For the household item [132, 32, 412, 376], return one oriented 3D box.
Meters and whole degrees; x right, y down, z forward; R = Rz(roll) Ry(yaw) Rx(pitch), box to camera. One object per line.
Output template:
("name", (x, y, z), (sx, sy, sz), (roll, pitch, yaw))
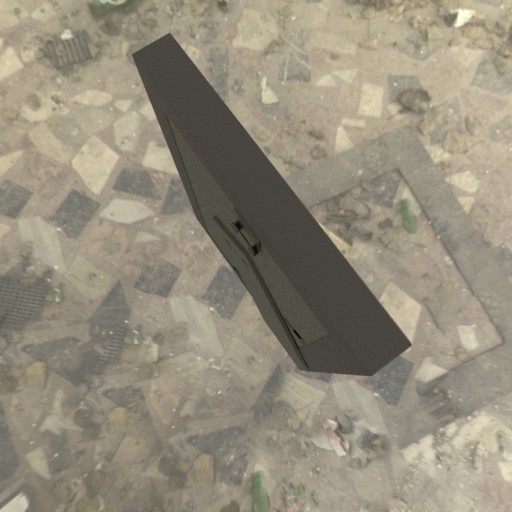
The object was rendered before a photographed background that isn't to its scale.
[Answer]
("household item", (0.000, 0.000, 0.228), (0.022, 0.178, 0.133), (-34, 78, -8))
